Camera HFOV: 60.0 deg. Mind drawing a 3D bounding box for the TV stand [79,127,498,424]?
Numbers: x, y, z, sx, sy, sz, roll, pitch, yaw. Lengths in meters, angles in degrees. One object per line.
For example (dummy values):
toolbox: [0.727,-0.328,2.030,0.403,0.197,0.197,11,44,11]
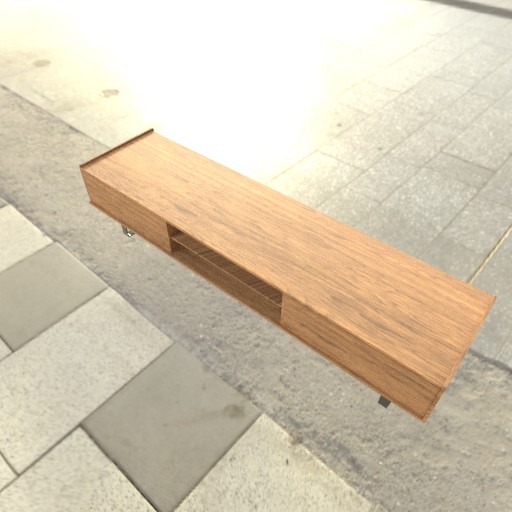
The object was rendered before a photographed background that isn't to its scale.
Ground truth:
TV stand: [0.000,0.000,1.954,1.796,0.415,0.467,30,53,26]
